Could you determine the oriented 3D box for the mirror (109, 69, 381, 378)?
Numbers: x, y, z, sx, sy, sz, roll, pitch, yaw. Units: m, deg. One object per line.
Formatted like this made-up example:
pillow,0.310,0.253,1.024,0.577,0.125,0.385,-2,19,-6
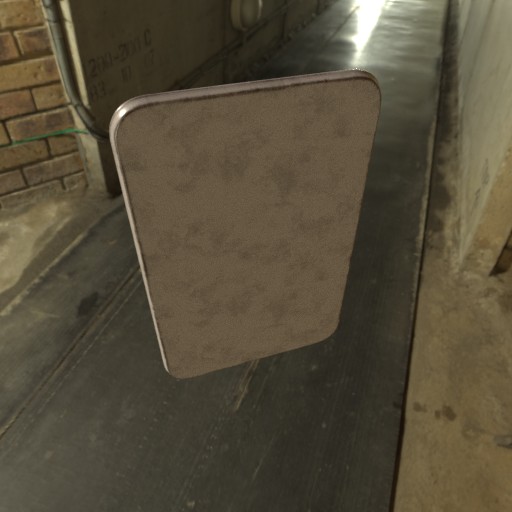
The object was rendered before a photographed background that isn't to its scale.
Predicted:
mirror,0.000,0.000,0.917,0.461,0.713,0.024,-12,43,-13
